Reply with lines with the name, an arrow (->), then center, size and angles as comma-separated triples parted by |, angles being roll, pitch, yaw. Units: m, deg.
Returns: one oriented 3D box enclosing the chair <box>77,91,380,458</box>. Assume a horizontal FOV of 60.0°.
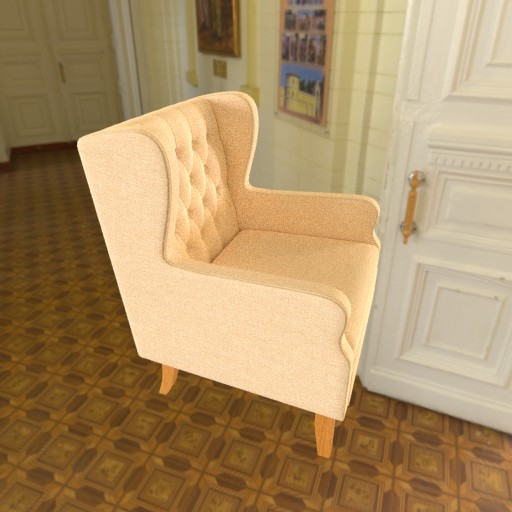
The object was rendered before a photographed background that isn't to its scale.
chair -> 0.000, 0.000, 1.470 | 0.760, 0.930, 0.710 | 10, 30, 17
